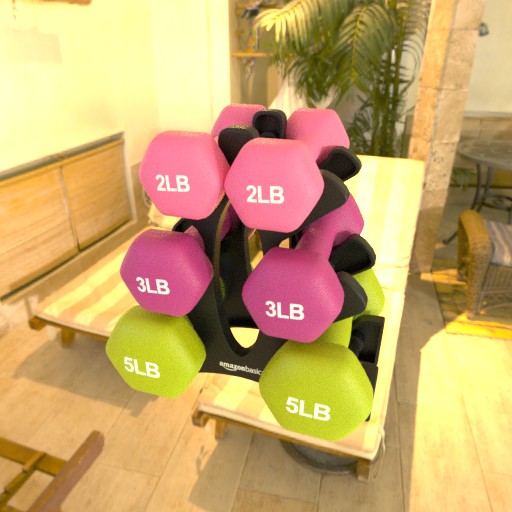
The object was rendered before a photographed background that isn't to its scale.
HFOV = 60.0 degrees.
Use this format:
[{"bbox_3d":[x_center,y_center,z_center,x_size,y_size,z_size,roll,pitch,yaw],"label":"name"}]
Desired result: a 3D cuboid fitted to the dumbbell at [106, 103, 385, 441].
[{"bbox_3d":[0.000,0.000,0.430,0.257,0.261,0.203,9,29,16],"label":"dumbbell"}]
